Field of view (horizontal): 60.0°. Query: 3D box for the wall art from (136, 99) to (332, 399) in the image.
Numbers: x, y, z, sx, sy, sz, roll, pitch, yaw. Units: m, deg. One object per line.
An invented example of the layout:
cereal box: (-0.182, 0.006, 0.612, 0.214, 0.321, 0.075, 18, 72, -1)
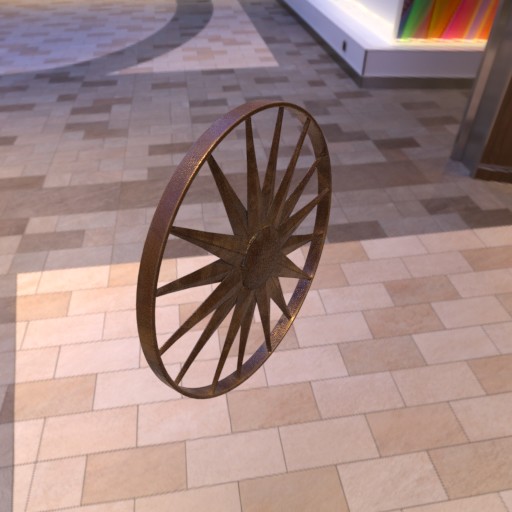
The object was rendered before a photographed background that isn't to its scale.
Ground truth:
wall art: (0.000, 0.000, 0.872, 0.084, 0.583, 0.582, 24, 46, 26)
